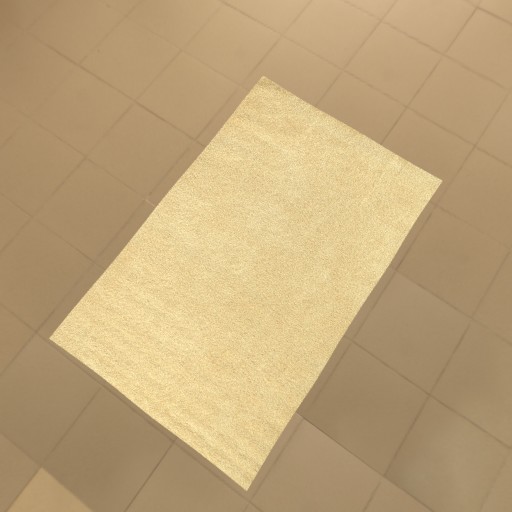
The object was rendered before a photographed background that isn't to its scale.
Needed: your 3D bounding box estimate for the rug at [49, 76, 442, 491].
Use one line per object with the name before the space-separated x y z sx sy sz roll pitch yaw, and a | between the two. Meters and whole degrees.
rug | 0.000 0.000 2.912 1.500 0.025 2.346 34 77 9
